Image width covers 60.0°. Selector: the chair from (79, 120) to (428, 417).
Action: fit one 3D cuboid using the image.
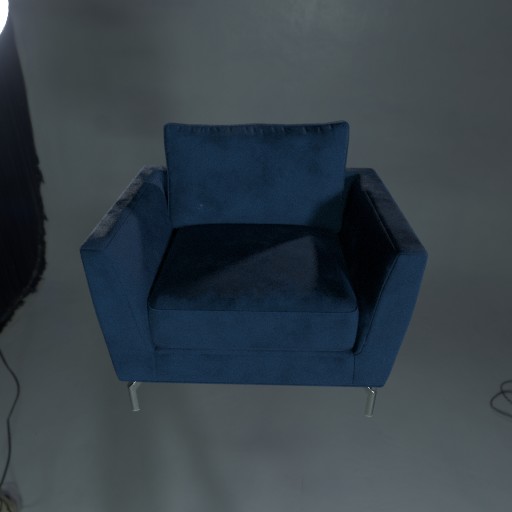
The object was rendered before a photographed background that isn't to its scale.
[{"bbox_3d":[0.000,0.000,1.643,0.977,0.893,0.746,1,30,1],"label":"chair"}]
